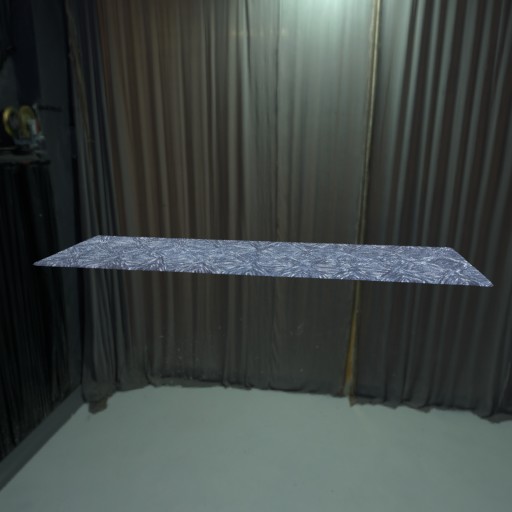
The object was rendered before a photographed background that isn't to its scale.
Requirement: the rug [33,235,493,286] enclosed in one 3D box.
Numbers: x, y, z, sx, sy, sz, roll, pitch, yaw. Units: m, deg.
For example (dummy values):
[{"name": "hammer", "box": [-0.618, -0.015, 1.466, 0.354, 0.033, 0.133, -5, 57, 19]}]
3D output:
[{"name": "rug", "box": [0.000, 0.000, 2.520, 2.306, 0.013, 0.719, 2, 15, 8]}]
